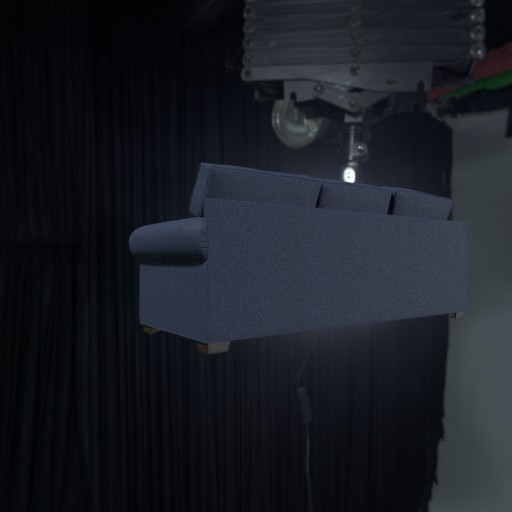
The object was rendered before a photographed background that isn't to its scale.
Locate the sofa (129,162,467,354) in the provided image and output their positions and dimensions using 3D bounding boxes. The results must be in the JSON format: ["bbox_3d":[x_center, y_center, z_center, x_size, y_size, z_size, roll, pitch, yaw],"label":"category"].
[{"bbox_3d":[0.000,0.000,3.950,2.562,1.042,2.487,0,-1,-36],"label":"sofa"}]
